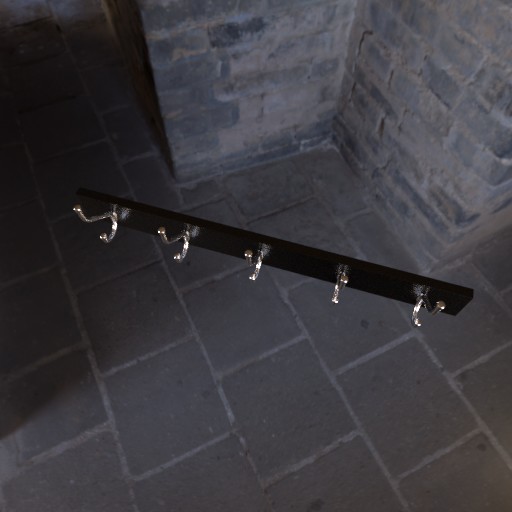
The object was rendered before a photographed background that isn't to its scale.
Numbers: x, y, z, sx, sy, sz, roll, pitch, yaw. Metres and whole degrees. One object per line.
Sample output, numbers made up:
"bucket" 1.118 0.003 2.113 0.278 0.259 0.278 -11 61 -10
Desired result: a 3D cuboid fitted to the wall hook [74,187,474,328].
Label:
"wall hook" 0.000 0.000 0.603 0.571 0.117 0.071 15 61 9
